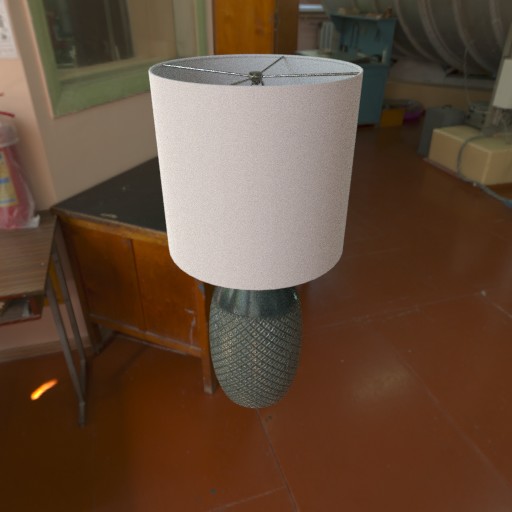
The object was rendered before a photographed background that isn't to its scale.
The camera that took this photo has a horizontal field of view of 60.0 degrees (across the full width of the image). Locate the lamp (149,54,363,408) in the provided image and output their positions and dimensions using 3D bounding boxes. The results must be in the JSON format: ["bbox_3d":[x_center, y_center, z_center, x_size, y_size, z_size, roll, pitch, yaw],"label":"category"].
[{"bbox_3d":[0.000,0.000,0.572,0.217,0.453,0.217,9,32,14],"label":"lamp"}]
